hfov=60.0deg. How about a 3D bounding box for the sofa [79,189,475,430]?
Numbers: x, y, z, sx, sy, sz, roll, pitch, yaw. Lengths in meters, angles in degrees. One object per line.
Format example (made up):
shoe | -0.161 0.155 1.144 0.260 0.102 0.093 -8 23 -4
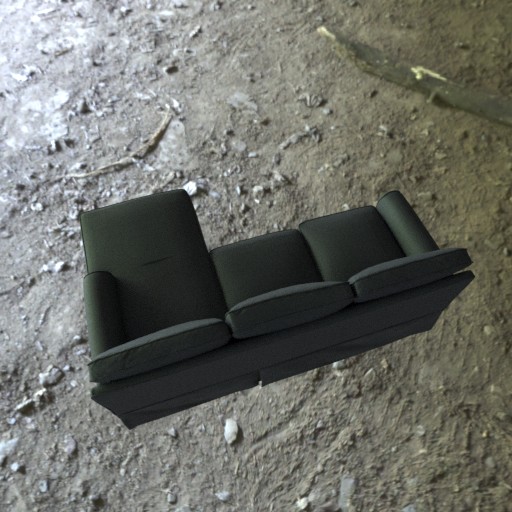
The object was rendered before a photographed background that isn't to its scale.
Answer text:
sofa | 0.000 0.000 3.340 2.518 1.039 1.637 -16 60 -9
